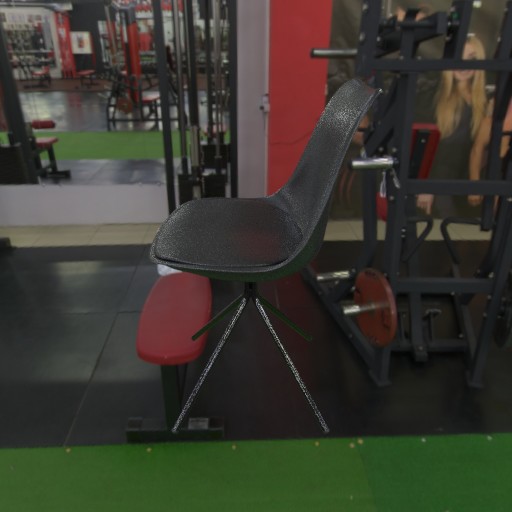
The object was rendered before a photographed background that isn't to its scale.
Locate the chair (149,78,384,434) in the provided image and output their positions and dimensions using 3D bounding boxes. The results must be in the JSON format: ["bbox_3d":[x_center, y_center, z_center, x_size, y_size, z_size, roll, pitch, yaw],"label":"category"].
[{"bbox_3d":[0.000,0.000,1.162,0.525,0.850,0.461,0,27,0],"label":"chair"}]
